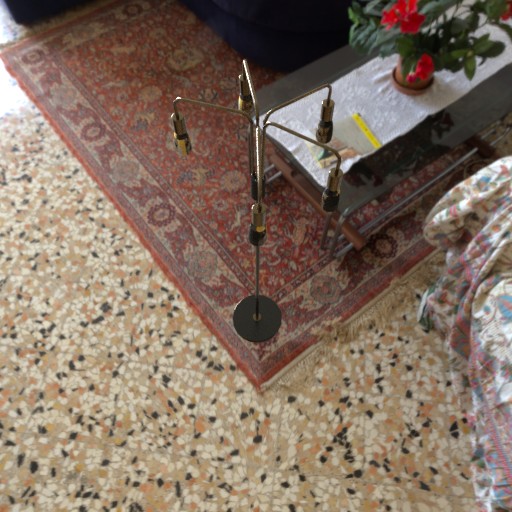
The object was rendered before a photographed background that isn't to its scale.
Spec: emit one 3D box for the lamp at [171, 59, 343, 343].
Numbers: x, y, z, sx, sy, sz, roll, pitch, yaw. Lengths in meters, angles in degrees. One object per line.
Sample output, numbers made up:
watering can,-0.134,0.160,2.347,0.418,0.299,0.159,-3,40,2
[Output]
lamp,0.000,0.000,2.057,0.599,1.721,0.572,15,63,8
